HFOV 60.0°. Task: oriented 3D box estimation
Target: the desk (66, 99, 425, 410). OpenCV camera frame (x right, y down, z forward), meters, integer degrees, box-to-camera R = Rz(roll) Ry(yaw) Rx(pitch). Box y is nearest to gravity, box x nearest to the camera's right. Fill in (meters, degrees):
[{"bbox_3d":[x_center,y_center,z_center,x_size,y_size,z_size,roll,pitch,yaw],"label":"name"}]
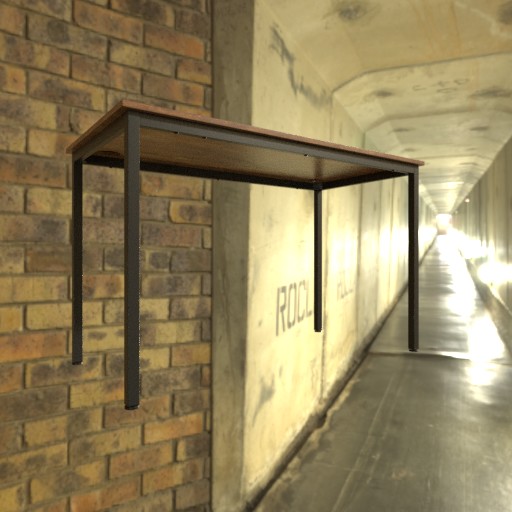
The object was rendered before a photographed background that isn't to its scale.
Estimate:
[{"bbox_3d":[0.000,0.000,1.643,1.200,0.749,0.600,0,0,-35],"label":"desk"}]
